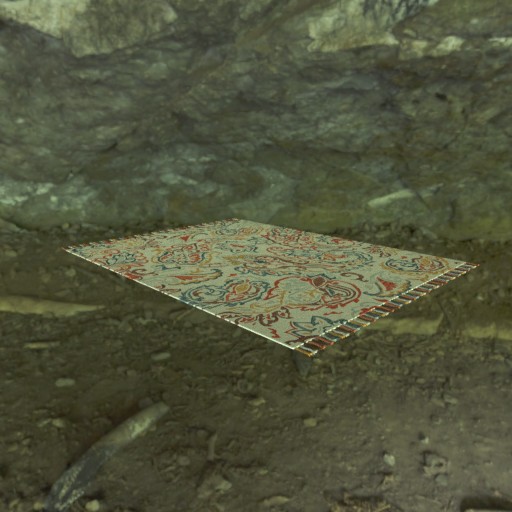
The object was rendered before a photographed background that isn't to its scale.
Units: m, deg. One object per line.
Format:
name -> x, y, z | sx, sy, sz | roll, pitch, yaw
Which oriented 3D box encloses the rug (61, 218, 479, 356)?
rug -> 0.000, 0.000, 4.300 | 2.439, 0.015, 3.274 | -15, 21, -43
